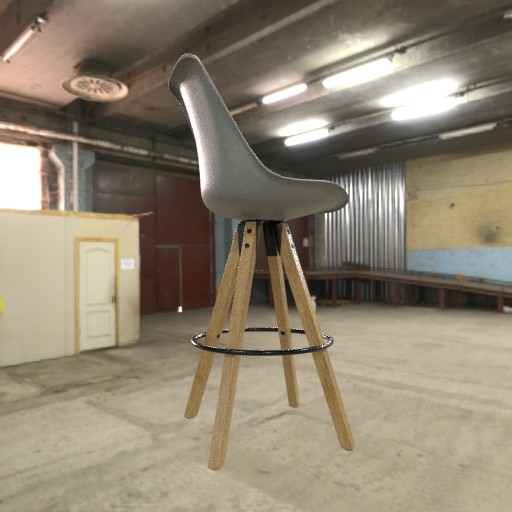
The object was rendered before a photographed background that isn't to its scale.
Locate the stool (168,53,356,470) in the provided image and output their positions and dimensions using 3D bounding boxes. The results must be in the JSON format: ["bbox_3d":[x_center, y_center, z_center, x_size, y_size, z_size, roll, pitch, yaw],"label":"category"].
[{"bbox_3d":[0.000,0.000,1.414,0.550,1.115,0.485,0,-1,-18],"label":"stool"}]
